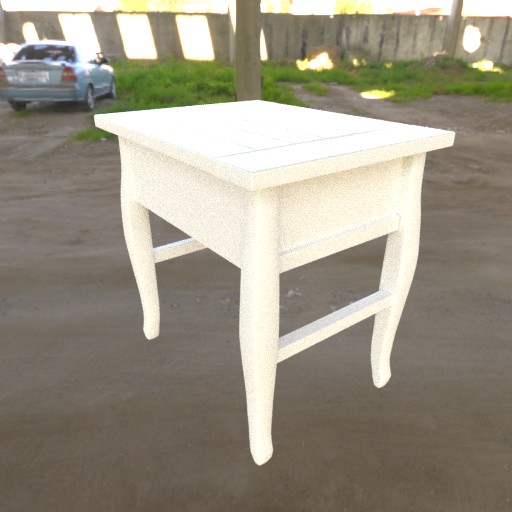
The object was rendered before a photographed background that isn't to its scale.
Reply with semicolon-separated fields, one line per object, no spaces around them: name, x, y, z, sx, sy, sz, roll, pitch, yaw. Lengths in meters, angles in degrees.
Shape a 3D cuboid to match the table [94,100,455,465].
table;0.000;0.000;1.030;0.463;0.605;0.599;-18;31;-33
